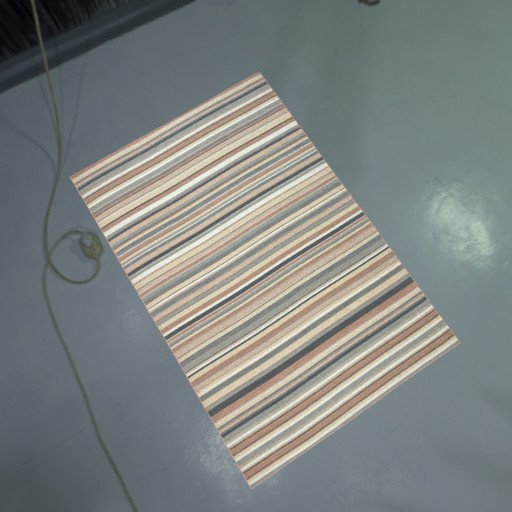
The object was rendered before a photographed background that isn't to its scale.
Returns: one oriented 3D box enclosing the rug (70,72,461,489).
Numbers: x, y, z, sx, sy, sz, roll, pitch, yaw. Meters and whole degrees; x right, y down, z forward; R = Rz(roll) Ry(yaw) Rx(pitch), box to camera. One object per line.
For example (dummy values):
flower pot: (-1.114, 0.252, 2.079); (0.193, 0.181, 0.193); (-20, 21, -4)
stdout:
rug: (0.000, 0.000, 2.287); (1.219, 0.008, 1.829); (-32, 78, -8)
